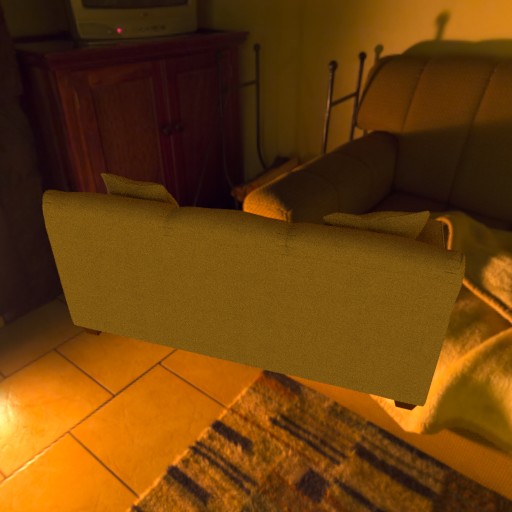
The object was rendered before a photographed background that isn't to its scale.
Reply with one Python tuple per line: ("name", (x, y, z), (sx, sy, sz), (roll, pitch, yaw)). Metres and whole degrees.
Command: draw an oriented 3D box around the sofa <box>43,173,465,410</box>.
("sofa", (0.000, 0.000, 2.578), (2.024, 0.958, 0.997), (9, 33, 15))
